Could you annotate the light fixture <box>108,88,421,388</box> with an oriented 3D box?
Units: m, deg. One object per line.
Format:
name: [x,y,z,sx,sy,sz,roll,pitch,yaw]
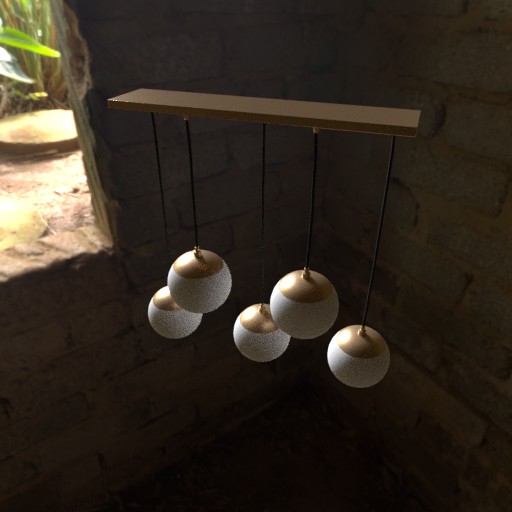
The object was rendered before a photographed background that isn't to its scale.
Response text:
light fixture: [0.000,0.000,1.315,0.863,0.869,0.299,11,33,17]
